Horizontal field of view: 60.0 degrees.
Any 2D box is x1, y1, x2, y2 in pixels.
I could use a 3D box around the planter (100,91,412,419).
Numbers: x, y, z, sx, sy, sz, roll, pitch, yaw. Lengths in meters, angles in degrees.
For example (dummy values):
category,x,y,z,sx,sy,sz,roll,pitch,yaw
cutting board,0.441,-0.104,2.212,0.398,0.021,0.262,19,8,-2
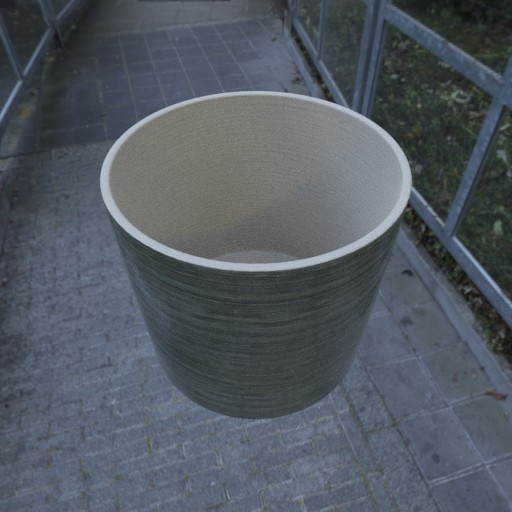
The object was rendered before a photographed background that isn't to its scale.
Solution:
category,x,y,z,sx,sy,sz,roll,pitch,yaw
planter,0.000,0.000,0.395,0.221,0.201,0.221,0,46,0
